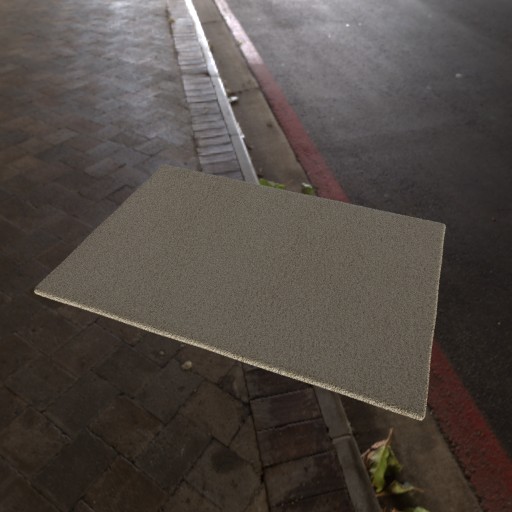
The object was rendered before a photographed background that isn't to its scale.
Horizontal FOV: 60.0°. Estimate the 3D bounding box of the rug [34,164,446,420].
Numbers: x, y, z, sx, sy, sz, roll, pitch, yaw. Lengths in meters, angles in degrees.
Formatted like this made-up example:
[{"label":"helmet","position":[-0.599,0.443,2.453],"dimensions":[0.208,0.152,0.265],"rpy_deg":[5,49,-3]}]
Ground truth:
[{"label":"rug","position":[0.000,0.000,2.265],"dimensions":[1.778,0.030,1.219],"rpy_deg":[15,44,15]}]
